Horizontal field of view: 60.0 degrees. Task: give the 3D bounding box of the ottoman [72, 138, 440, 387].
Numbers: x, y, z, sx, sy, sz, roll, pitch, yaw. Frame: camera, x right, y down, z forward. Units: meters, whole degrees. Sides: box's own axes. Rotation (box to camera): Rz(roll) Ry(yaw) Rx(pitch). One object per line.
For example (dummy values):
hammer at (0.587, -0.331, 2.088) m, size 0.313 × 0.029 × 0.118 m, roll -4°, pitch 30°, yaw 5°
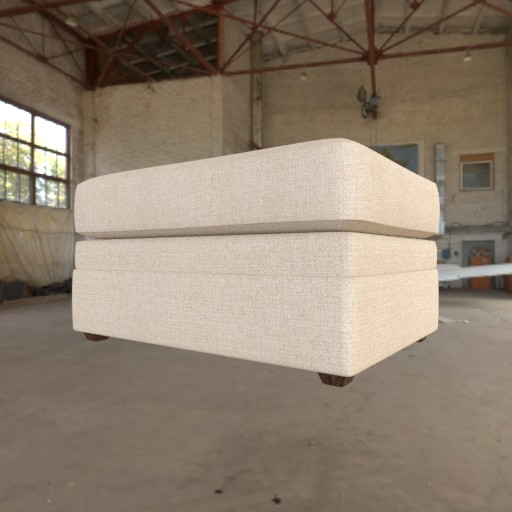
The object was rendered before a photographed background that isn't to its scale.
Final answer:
ottoman at (0.000, 0.000, 1.255) m, size 0.885 × 0.478 × 0.637 m, roll 0°, pitch 0°, yaw 35°
